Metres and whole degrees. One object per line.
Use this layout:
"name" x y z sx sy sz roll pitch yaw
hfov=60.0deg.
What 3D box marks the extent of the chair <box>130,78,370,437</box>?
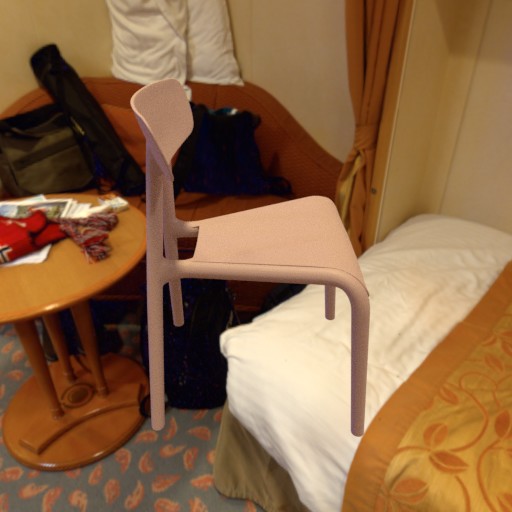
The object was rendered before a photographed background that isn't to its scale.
"chair" 0.000 0.000 0.821 0.401 0.580 0.356 0 32 -1
